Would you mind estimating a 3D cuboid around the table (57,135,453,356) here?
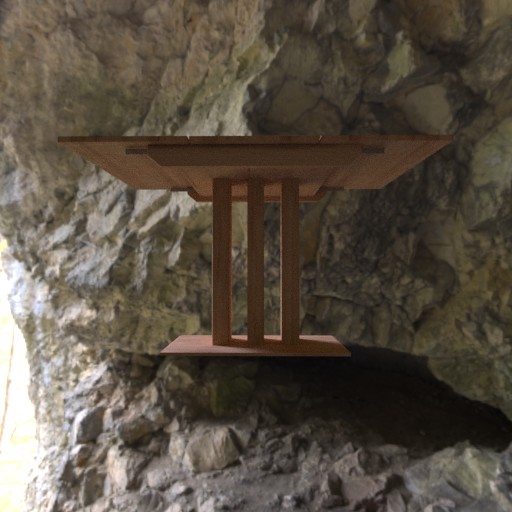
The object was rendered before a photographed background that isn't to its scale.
[{"bbox_3d":[0.000,0.000,1.894,1.300,0.770,0.900,0,-1,1],"label":"table"}]
